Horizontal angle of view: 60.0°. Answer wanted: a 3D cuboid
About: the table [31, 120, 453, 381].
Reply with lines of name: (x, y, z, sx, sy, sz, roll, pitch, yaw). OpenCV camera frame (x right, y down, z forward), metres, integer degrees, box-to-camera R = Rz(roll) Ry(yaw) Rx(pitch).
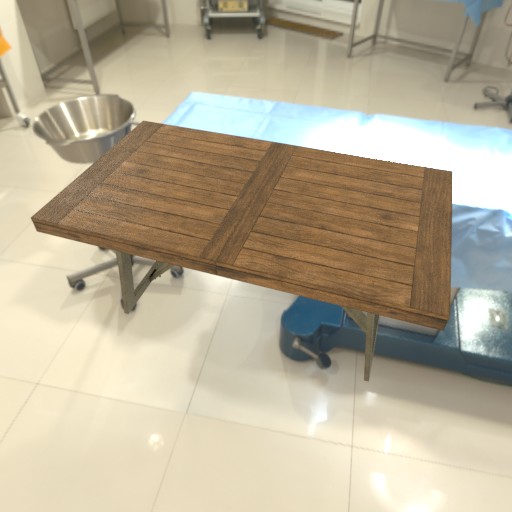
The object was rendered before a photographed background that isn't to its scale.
table: (0.000, 0.000, 2.209, 1.641, 0.757, 0.931, 13, 44, 14)
